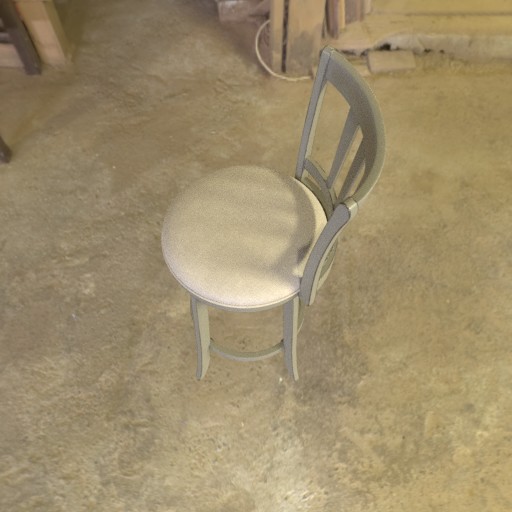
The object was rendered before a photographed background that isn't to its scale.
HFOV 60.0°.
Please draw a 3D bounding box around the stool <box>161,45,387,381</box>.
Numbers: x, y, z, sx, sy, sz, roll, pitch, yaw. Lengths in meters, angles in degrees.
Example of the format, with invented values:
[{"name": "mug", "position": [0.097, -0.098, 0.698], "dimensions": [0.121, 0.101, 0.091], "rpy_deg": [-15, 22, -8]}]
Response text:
[{"name": "stool", "position": [0.000, 0.000, 1.245], "dimensions": [0.486, 0.994, 0.450], "rpy_deg": [1, 58, 0]}]
